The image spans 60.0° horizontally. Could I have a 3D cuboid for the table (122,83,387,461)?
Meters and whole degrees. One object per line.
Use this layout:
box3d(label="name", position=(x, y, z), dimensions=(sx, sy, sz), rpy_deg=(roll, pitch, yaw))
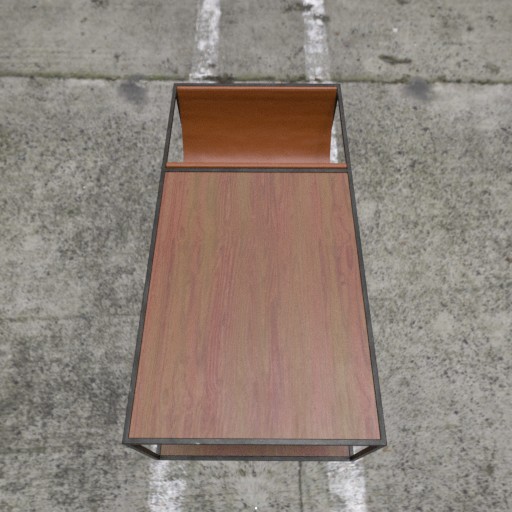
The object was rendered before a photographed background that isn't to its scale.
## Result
box3d(label="table", position=(0.000, 0.000, 1.463), dimensions=(0.597, 0.403, 1.199), rpy_deg=(0, 60, 0))
